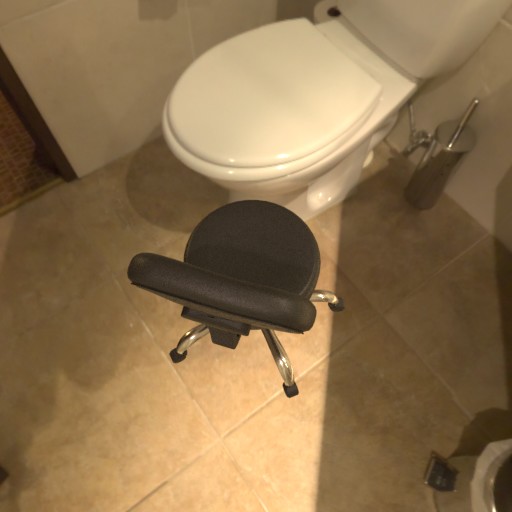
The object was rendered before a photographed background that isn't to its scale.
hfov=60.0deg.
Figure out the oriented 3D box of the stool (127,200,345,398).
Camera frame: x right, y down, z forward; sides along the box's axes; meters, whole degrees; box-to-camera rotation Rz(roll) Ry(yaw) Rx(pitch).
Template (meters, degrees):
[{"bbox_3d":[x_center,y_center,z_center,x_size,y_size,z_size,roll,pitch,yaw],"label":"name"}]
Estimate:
[{"bbox_3d":[0.000,0.000,1.362,0.673,0.862,0.648,15,65,7],"label":"stool"}]
